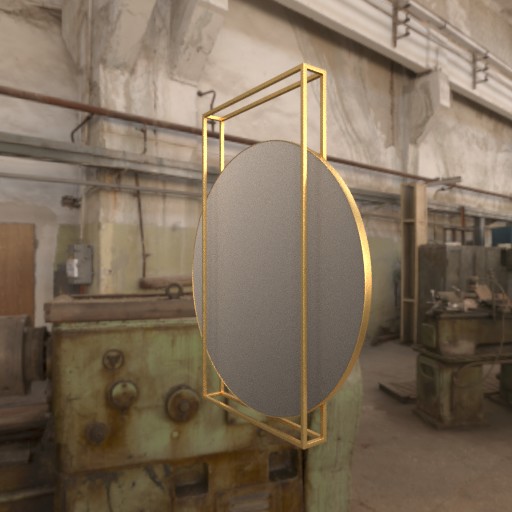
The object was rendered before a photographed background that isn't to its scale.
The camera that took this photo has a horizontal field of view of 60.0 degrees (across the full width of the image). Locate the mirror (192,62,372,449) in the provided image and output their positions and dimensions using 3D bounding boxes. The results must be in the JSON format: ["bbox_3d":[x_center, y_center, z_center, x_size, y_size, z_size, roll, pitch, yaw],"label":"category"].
[{"bbox_3d":[0.000,0.000,0.831,0.051,0.603,0.508,0,0,-37],"label":"mirror"}]
